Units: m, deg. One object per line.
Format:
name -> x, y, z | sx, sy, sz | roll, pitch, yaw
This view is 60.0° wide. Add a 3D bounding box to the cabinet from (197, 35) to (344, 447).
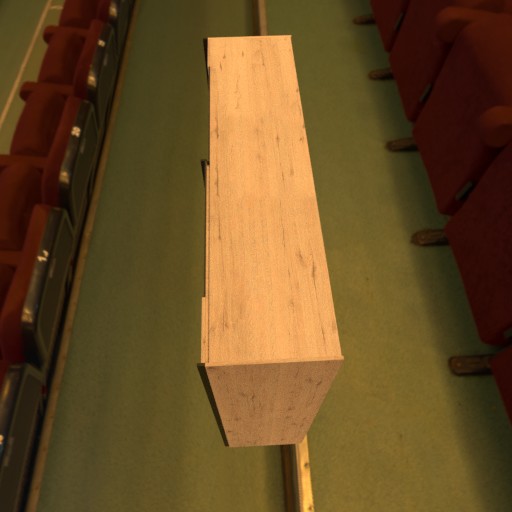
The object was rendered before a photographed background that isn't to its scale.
cabinet -> 0.000, 0.000, 3.566 | 0.660, 2.180, 2.500 | -3, 58, -2
